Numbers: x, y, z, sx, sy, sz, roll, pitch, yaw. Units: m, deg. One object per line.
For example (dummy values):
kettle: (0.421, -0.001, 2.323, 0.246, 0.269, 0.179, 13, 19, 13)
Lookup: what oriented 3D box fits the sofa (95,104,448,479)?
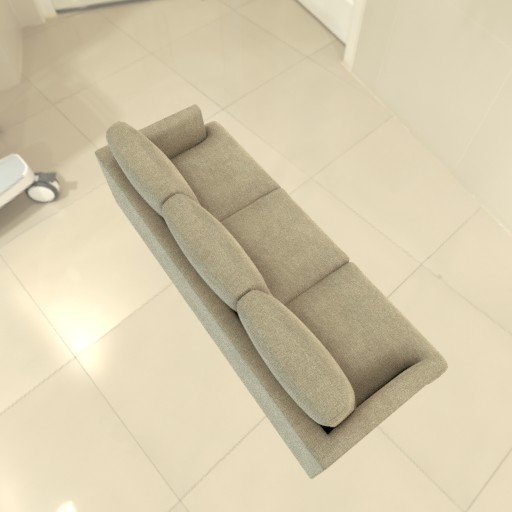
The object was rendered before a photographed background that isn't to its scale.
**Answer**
sofa: (0.000, 0.000, 2.611, 0.903, 0.930, 2.246, -32, 64, -17)
